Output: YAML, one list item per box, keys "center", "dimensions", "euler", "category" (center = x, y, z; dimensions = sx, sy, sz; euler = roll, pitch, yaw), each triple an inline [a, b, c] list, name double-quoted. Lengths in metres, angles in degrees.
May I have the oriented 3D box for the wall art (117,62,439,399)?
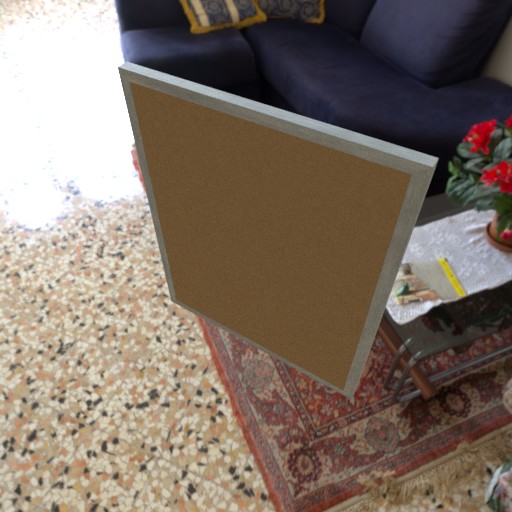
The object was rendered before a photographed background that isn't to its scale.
- center: [0.000, 0.000, 0.799]
  dimensions: [0.479, 0.582, 0.022]
  euler: [25, 52, 21]
  category: "wall art"
